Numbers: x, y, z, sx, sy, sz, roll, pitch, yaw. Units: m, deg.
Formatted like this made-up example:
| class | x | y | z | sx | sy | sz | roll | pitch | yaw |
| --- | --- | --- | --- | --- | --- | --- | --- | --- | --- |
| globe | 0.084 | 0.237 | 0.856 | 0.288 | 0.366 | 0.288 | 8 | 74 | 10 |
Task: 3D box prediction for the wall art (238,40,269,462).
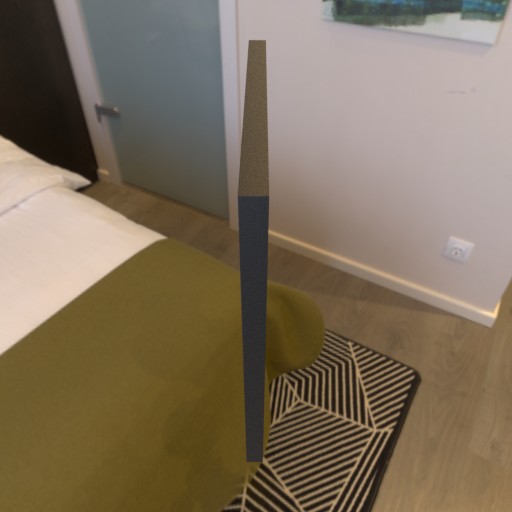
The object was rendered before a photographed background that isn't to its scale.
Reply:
| class | x | y | z | sx | sy | sz | roll | pitch | yaw |
| --- | --- | --- | --- | --- | --- | --- | --- | --- | --- |
| wall art | 0.000 | 0.000 | 0.758 | 0.029 | 0.559 | 0.457 | 0 | 42 | 0 |
